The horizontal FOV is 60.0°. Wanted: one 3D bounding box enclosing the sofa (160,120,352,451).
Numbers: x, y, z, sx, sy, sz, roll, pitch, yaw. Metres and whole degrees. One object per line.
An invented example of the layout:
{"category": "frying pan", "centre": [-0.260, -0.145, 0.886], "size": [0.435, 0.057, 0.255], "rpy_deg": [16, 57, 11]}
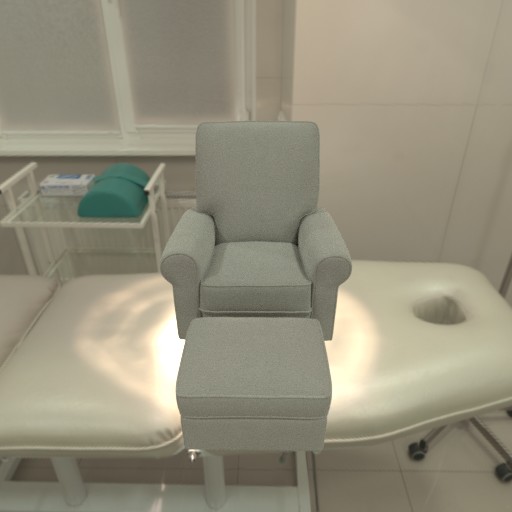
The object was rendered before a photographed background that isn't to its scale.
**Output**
{"category": "sofa", "centre": [0.000, 0.000, 2.090], "size": [0.880, 0.959, 1.478], "rpy_deg": [0, 31, 0]}
